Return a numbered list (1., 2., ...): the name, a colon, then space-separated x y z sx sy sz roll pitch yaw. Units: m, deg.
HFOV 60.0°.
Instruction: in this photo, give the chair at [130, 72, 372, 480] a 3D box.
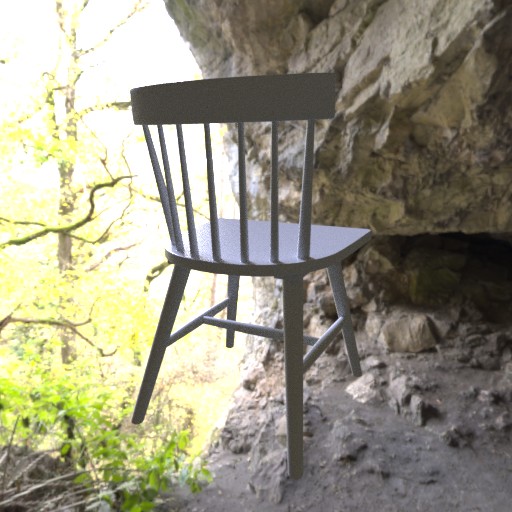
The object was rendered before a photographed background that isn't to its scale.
1. chair: 0.000 0.000 1.115 0.483 0.787 0.500 7 15 26
